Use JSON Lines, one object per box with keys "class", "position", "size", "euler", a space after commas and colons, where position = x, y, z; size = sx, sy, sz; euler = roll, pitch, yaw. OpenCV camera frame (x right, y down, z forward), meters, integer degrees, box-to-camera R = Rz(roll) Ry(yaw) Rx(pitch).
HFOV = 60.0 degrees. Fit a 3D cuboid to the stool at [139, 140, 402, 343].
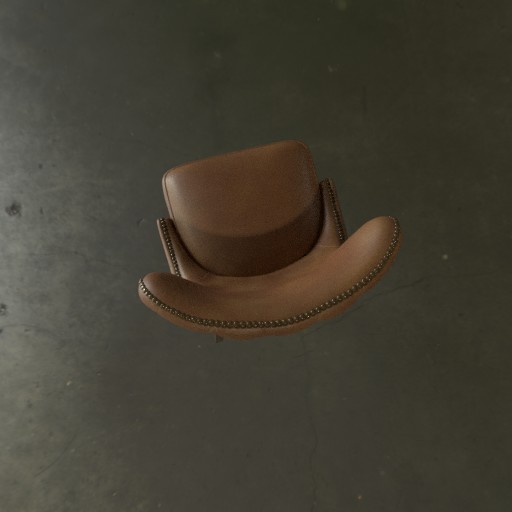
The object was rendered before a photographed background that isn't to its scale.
{"class": "stool", "position": [0.000, 0.000, 1.477], "size": [0.591, 1.087, 0.606], "euler": [-14, 76, -3]}
